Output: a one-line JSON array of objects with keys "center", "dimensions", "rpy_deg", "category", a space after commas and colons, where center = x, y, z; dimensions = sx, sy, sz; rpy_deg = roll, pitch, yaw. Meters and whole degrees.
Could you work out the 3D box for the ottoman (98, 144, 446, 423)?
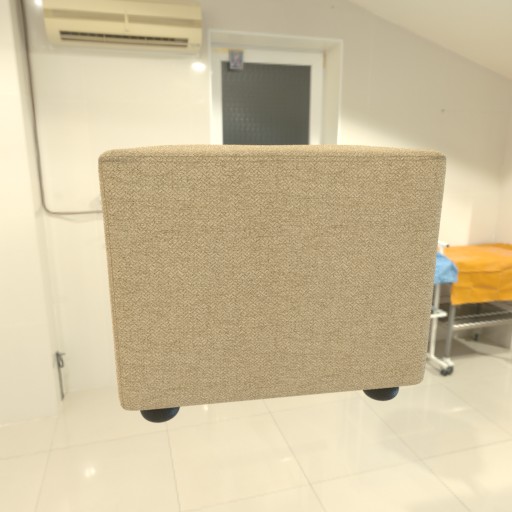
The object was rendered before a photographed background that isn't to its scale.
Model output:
[{"center": [0.000, 0.000, 0.888], "dimensions": [0.508, 0.432, 0.508], "rpy_deg": [-2, 14, -9], "category": "ottoman"}]
